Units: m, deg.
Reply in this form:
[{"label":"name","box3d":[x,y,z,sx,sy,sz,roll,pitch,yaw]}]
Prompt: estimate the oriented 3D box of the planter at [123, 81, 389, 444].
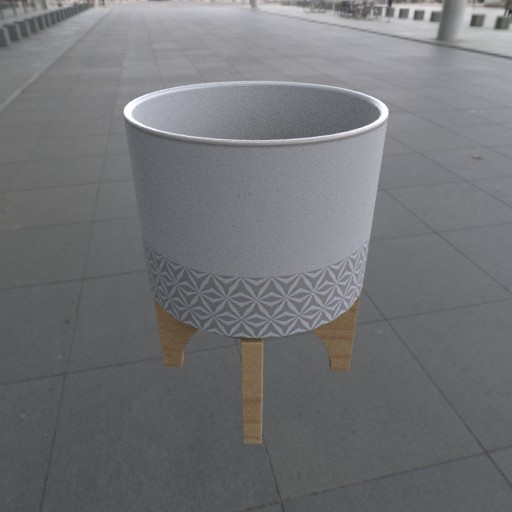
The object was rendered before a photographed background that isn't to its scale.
[{"label":"planter","box3d":[0.000,0.000,0.516,0.249,0.343,0.249,0,31,0]}]
